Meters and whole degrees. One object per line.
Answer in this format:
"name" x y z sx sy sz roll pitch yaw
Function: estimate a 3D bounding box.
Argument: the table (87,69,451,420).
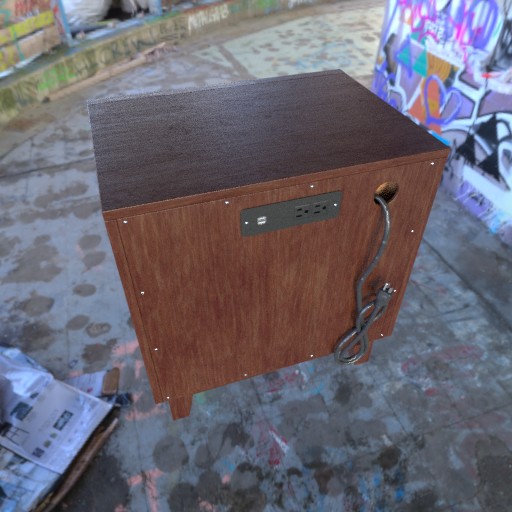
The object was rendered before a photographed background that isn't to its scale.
"table" 0.000 0.000 0.988 0.557 0.609 0.449 -13 43 -14
